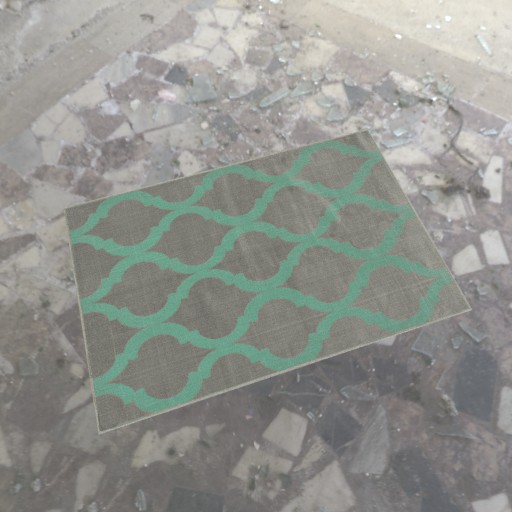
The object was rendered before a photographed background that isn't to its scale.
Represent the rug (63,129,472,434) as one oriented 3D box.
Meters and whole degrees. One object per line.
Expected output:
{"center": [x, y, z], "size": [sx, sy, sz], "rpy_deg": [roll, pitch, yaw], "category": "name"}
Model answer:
{"center": [0.000, 0.000, 2.880], "size": [2.286, 0.006, 1.524], "rpy_deg": [-16, 64, -8], "category": "rug"}
